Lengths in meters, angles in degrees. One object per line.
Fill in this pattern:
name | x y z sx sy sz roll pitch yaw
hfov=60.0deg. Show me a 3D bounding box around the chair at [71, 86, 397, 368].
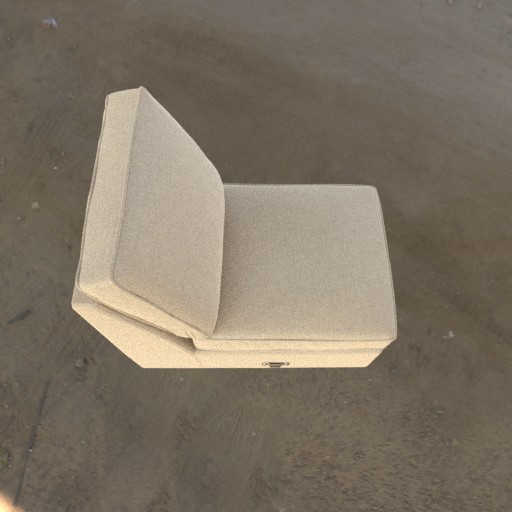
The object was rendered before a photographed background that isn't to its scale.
chair | 0.000 0.000 1.537 0.938 0.970 0.621 0 64 0
